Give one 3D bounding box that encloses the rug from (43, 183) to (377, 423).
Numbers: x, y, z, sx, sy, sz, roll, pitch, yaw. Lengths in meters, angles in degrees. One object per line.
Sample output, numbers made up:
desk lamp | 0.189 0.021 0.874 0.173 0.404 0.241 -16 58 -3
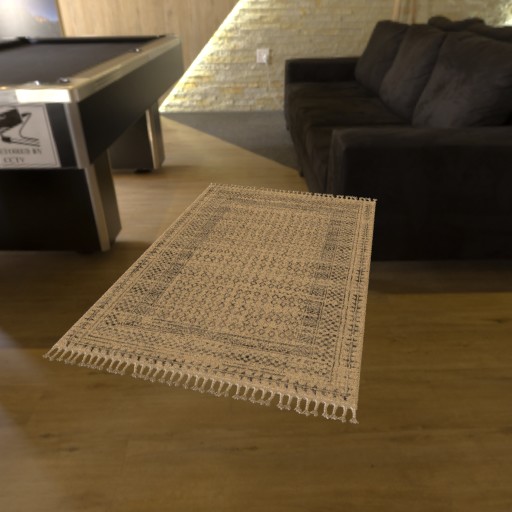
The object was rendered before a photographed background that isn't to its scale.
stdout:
rug | 0.000 0.000 3.048 1.548 0.013 2.486 8 31 13
